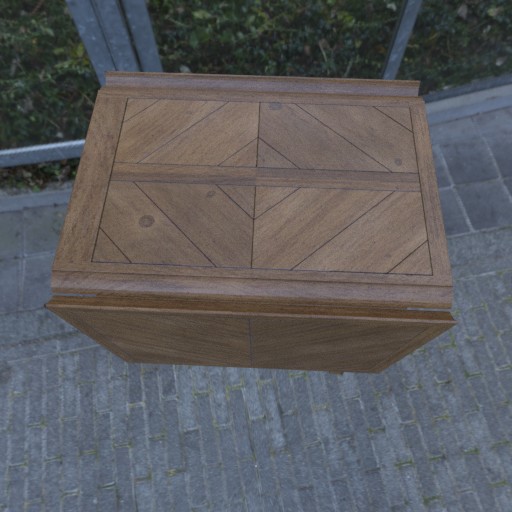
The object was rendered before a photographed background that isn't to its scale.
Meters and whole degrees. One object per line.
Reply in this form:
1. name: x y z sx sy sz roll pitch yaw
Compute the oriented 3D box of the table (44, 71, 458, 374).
1. table: 0.000 0.000 1.261 0.746 0.763 0.591 2 65 1
